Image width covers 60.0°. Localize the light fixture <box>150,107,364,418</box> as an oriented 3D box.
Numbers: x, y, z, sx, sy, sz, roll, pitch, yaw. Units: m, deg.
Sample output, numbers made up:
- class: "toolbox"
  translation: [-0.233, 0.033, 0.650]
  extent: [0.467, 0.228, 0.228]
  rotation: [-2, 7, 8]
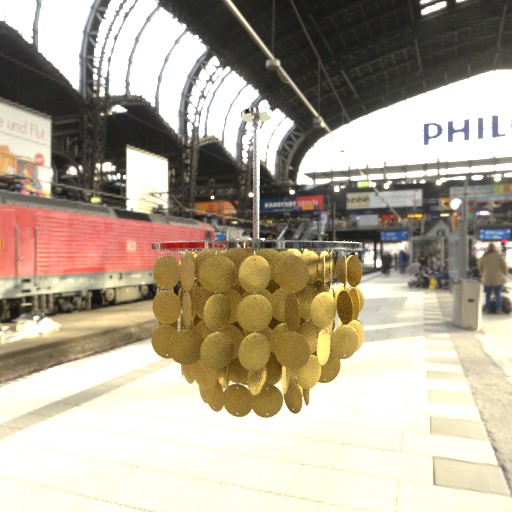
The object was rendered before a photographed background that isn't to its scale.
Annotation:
- class: "light fixture"
  translation: [0.000, 0.000, 0.754]
  extent: [0.368, 0.492, 0.368]
  rotation: [0, 0, 0]
